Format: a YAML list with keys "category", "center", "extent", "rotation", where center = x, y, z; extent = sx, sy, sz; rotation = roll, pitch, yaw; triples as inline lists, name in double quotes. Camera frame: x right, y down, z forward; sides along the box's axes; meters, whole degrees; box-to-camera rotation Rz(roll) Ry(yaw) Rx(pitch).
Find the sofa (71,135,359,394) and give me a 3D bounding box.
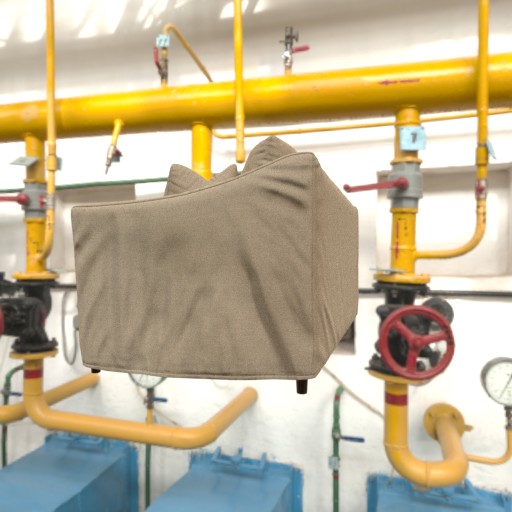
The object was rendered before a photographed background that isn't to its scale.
- category: "sofa"
  center: [0.000, 0.000, 2.645]
  extent: [1.072, 1.018, 2.010]
  rotation: [0, 0, 17]
